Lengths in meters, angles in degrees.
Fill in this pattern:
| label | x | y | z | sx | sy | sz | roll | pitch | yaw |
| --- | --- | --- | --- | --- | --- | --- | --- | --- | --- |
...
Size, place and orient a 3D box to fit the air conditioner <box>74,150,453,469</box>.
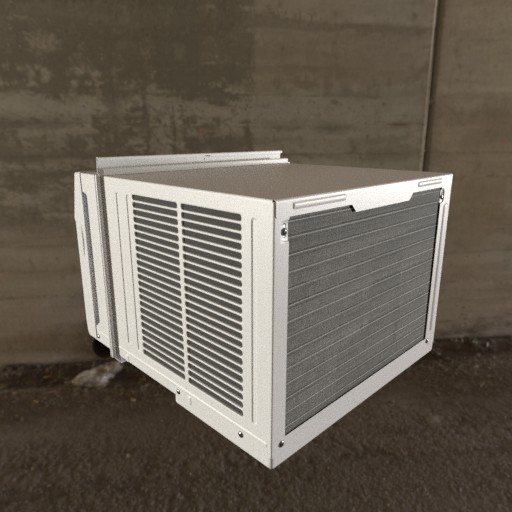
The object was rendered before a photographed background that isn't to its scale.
| label | x | y | z | sx | sy | sz | roll | pitch | yaw |
| --- | --- | --- | --- | --- | --- | --- | --- | --- | --- |
| air conditioner | 0.000 | 0.000 | 0.879 | 0.503 | 0.388 | 0.546 | -15 | 21 | -43 |
